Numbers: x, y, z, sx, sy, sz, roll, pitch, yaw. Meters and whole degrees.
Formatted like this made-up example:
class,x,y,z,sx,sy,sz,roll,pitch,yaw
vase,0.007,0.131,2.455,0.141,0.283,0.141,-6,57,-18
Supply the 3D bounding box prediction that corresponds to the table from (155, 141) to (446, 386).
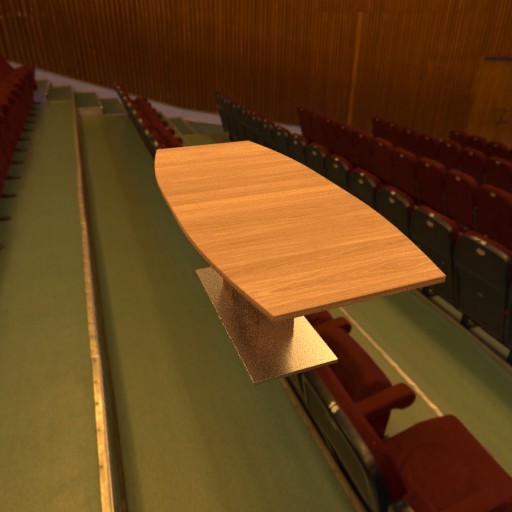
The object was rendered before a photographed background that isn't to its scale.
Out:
class,x,y,z,sx,sy,sz,roll,pitch,yaw
table,0.000,0.000,2.484,0.900,0.750,2.032,-11,31,-18
